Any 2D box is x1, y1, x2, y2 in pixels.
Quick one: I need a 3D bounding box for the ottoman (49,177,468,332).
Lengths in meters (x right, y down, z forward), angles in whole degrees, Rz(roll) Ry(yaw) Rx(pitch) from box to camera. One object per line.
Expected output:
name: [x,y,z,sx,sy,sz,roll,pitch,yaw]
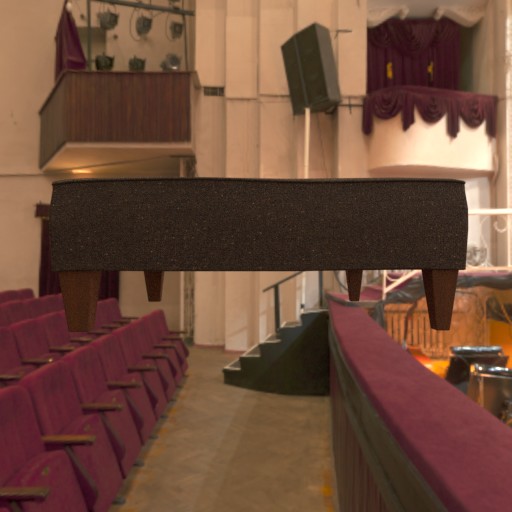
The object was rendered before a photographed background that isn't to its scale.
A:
ottoman: [0.000,0.000,1.527,1.004,0.382,0.968,0,-1,-1]
